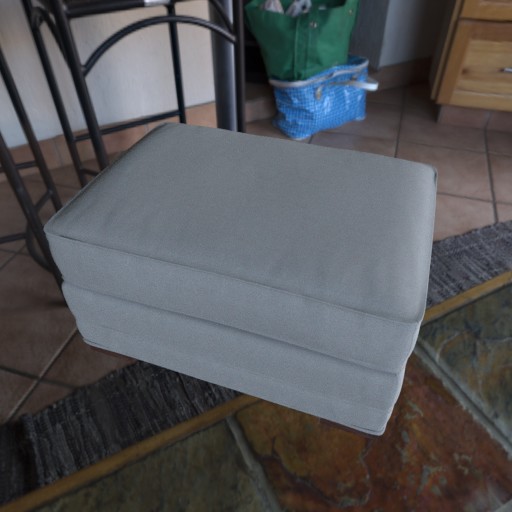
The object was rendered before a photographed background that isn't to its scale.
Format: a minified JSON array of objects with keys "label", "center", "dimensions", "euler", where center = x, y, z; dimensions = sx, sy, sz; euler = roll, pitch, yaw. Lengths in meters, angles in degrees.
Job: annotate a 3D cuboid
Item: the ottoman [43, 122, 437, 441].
[{"label":"ottoman","center":[0.000,0.000,1.203],"dimensions":[0.848,0.482,0.611],"euler":[13,44,14]}]
